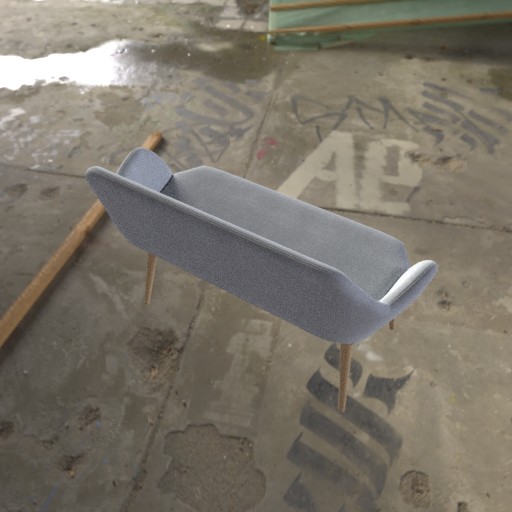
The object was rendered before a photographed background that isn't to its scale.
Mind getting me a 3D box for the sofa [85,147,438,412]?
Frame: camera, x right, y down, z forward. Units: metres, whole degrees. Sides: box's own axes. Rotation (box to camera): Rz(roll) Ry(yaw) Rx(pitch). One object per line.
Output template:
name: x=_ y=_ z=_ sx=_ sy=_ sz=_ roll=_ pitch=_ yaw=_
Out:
sofa: x=0.000 y=0.000 z=1.598 sx=1.150 sy=0.840 sz=0.610 roll=24 pitch=52 yaw=21
